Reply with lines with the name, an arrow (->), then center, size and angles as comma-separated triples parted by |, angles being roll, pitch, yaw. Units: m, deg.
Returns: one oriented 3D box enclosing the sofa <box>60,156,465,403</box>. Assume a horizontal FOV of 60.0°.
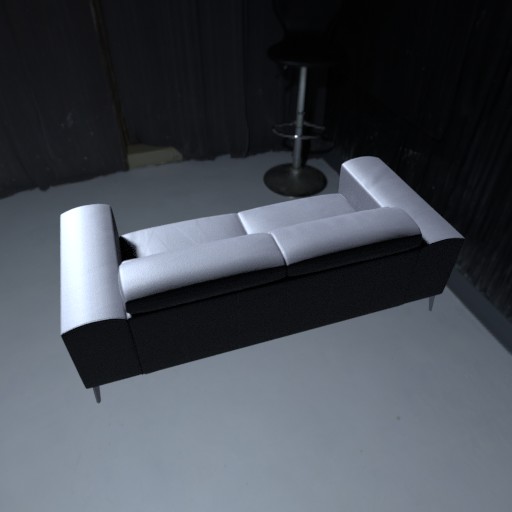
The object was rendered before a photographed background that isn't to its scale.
sofa -> 0.000, 0.000, 2.900 | 2.330, 0.814, 1.048 | -12, 43, -14
